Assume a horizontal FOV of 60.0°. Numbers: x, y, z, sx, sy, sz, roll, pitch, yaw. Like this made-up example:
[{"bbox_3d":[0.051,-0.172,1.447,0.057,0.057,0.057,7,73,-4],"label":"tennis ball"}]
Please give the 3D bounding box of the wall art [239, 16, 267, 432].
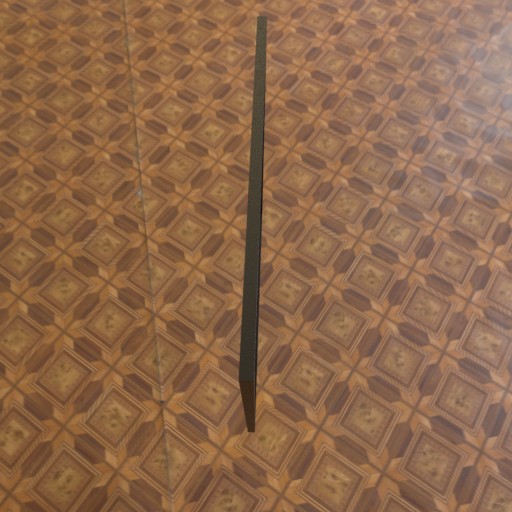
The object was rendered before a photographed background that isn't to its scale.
[{"bbox_3d":[0.000,0.000,1.182,0.022,0.807,0.807,2,63,1],"label":"wall art"}]
